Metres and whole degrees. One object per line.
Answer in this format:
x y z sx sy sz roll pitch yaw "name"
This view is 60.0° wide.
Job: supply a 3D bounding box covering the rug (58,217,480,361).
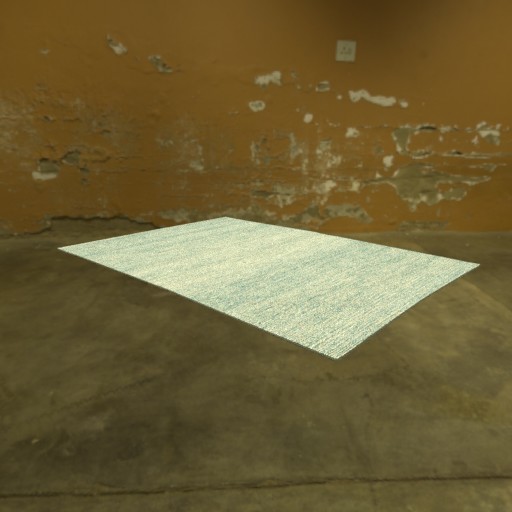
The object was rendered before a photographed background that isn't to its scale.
0.000 0.000 2.910 2.306 0.030 1.613 14 21 41 "rug"
